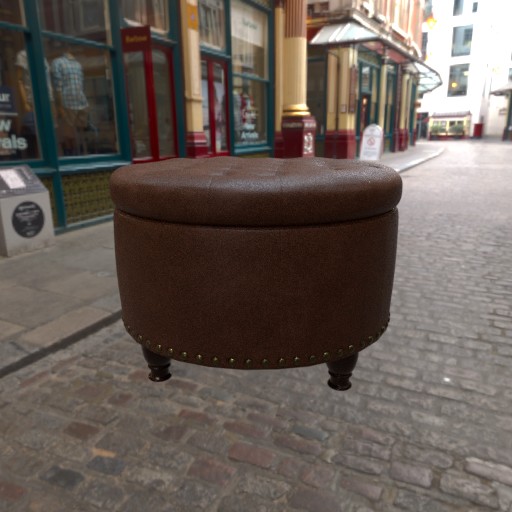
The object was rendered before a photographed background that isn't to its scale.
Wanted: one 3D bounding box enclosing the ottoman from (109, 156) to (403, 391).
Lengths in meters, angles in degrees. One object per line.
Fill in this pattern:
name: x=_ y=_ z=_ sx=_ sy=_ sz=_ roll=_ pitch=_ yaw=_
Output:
ottoman: x=0.000 y=0.000 z=1.057 sx=0.637 sy=0.442 sz=0.637 roll=0 pitch=15 yaw=0
